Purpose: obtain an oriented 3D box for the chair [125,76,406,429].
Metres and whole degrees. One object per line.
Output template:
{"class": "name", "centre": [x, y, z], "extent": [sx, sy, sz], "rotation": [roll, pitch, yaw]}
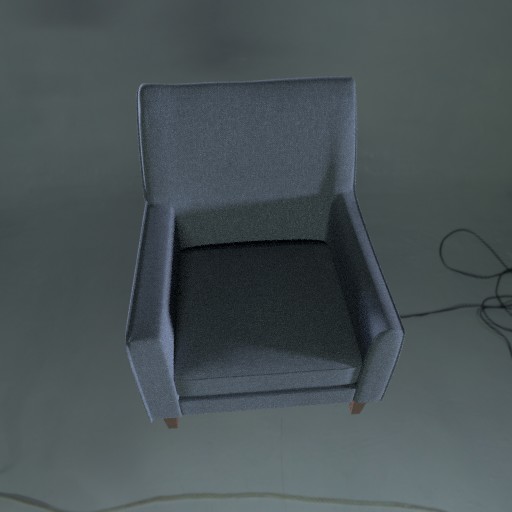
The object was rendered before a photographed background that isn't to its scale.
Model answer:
{"class": "chair", "centre": [0.000, 0.000, 1.571], "extent": [0.780, 0.919, 0.899], "rotation": [-3, 44, -3]}
